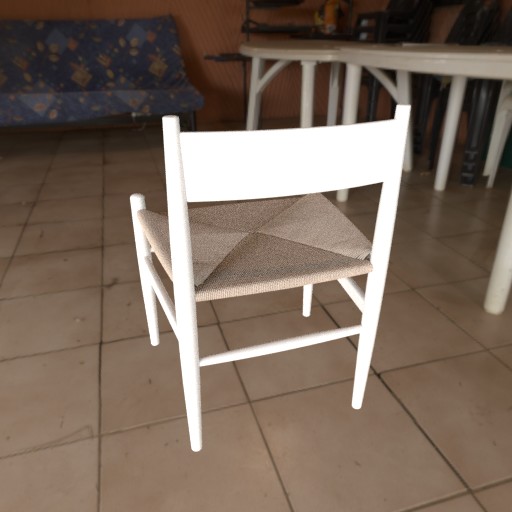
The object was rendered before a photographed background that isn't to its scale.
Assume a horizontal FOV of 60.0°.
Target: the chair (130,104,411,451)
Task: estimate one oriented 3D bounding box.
[{"bbox_3d":[0.000,0.000,1.107,0.556,0.762,0.495,-8,28,-16],"label":"chair"}]
